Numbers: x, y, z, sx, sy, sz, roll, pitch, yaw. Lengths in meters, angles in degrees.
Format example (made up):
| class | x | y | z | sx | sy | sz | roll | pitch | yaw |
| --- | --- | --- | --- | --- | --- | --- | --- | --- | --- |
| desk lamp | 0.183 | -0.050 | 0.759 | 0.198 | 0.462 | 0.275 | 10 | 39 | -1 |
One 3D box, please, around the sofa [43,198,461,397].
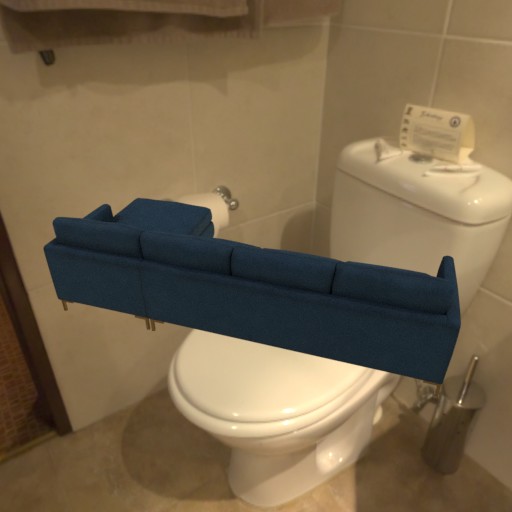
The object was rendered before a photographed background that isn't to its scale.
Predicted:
| class | x | y | z | sx | sy | sz | roll | pitch | yaw |
| --- | --- | --- | --- | --- | --- | --- | --- | --- | --- |
| sofa | 0.000 | 0.000 | 3.523 | 2.932 | 0.810 | 1.350 | 10 | 33 | 15 |
